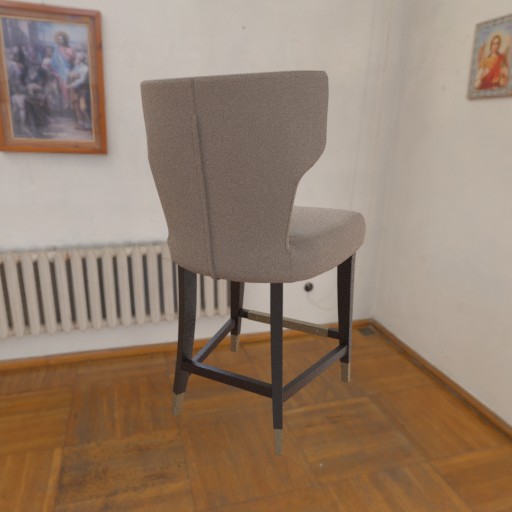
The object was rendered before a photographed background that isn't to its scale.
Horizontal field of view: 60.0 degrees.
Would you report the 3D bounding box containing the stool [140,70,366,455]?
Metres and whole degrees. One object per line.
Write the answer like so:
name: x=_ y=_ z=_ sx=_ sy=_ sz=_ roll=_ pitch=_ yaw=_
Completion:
stool: x=0.000 y=0.000 z=1.335 sx=0.527 sy=0.982 sz=0.563 roll=9 pitch=18 yaw=27
